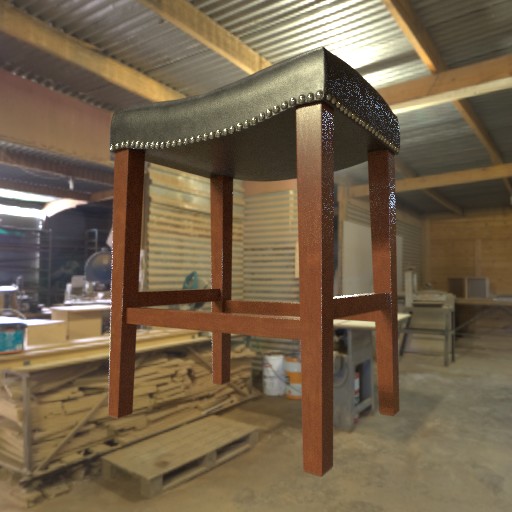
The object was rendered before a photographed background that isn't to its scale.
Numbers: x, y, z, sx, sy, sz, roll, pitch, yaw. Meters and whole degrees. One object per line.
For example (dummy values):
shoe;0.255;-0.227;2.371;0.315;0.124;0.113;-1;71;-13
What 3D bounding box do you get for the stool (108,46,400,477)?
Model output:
stool;0.000;0.000;0.926;0.504;0.654;0.372;-2;-3;35
